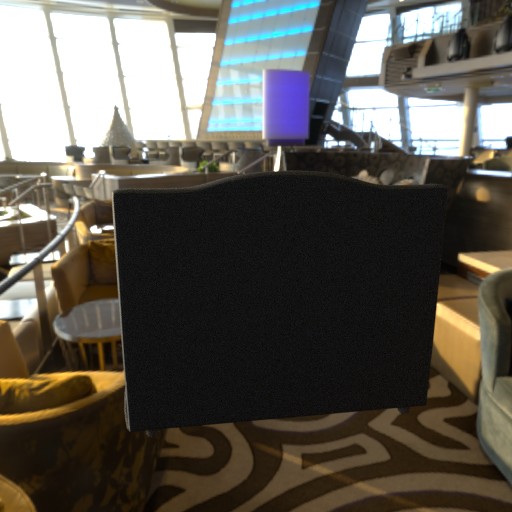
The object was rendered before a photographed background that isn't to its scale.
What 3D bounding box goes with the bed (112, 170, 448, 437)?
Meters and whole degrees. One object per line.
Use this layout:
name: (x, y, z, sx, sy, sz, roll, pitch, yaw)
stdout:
bed: (0.000, 0.000, 3.425, 1.821, 1.436, 2.282, -2, 15, -8)
